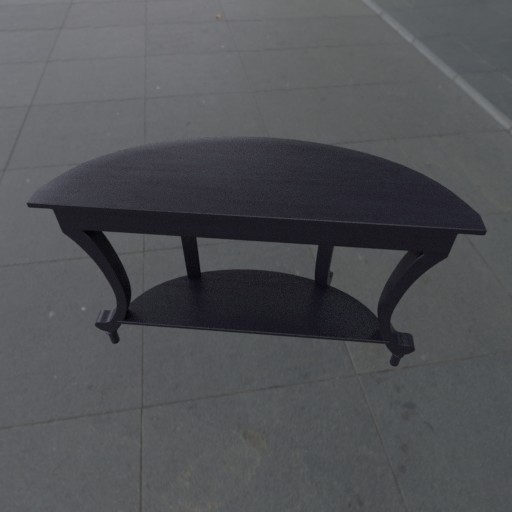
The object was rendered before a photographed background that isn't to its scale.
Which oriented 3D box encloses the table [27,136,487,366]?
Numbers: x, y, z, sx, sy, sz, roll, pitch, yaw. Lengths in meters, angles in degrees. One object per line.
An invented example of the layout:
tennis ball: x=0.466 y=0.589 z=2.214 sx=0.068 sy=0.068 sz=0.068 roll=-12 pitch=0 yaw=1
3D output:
table: x=0.000 y=0.000 z=1.530 sx=1.198 sy=0.692 sz=0.394 roll=4 pitch=46 yaw=4
